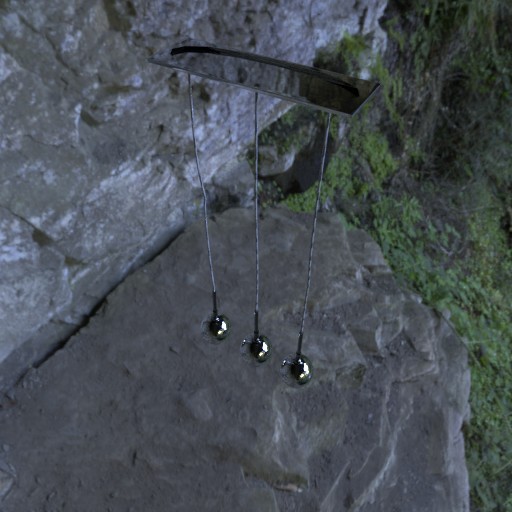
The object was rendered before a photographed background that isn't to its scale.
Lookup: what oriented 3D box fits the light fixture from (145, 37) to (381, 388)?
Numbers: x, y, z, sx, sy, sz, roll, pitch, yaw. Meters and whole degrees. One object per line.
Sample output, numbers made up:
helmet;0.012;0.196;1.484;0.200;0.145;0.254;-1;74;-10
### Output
light fixture;0.000;0.000;1.676;0.623;1.408;0.188;23;50;21
